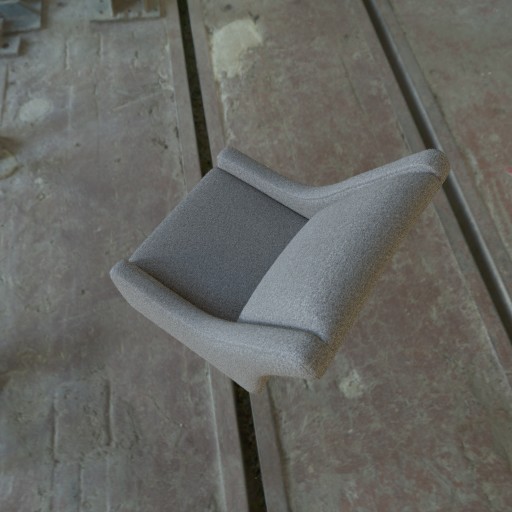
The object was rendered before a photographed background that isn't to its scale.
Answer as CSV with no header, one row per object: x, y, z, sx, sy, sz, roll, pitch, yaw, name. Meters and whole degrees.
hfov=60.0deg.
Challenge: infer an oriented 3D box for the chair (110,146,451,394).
0.000,0.000,1.670,0.870,1.016,0.774,32,68,15,chair
